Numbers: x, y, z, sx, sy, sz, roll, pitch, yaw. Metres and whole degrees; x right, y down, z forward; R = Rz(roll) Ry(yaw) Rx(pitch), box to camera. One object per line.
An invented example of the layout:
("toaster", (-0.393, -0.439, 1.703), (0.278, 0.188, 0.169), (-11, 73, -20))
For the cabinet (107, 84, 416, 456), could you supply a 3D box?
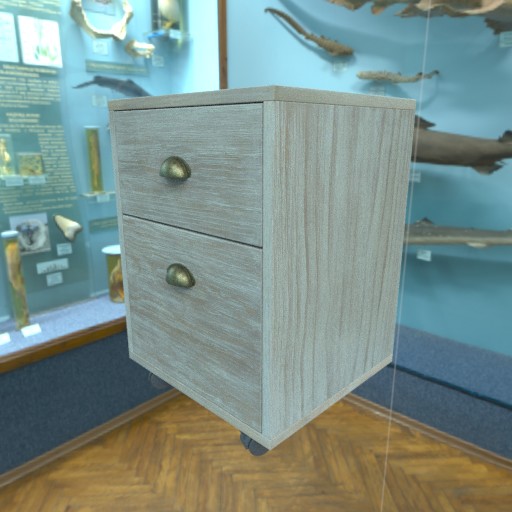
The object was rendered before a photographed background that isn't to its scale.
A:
("cabinet", (0.000, 0.000, 0.869), (0.409, 0.579, 0.401), (15, 22, 42))
